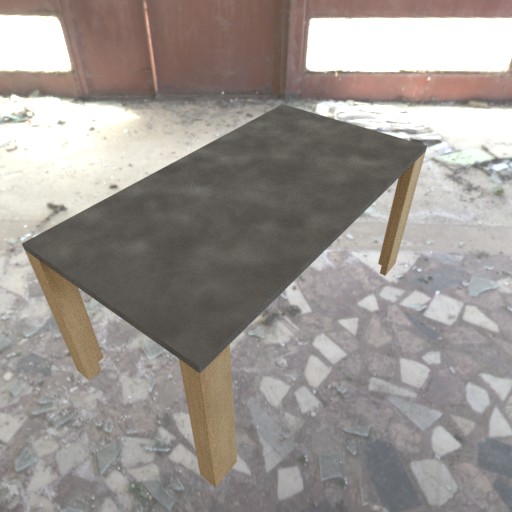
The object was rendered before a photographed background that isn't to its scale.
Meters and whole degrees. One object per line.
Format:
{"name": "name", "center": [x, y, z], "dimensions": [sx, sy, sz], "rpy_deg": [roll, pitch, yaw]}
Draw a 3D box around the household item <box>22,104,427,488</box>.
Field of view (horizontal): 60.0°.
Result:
{"name": "household item", "center": [0.000, 0.000, 2.090], "dimensions": [0.850, 0.755, 1.600], "rpy_deg": [26, 47, 28]}
